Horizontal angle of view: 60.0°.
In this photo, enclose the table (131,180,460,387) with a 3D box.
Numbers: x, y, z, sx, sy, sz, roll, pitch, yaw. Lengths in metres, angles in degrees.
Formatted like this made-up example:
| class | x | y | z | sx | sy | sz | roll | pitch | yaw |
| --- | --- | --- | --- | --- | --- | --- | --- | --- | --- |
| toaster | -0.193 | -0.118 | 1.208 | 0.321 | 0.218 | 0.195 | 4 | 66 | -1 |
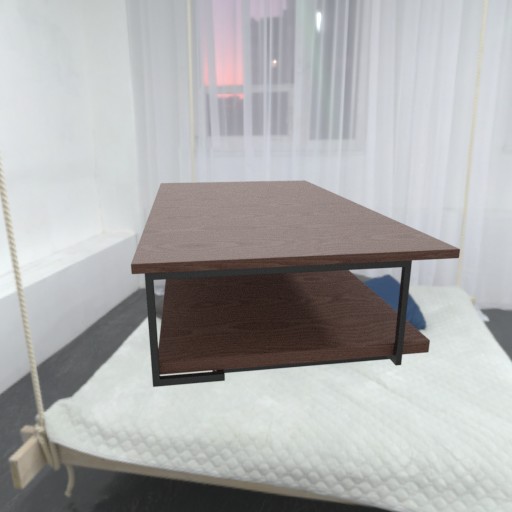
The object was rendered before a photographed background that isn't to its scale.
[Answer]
| class | x | y | z | sx | sy | sz | roll | pitch | yaw |
| --- | --- | --- | --- | --- | --- | --- | --- | --- | --- |
| table | 0.000 | 0.000 | 1.468 | 0.651 | 0.347 | 1.197 | -3 | 17 | -9 |
